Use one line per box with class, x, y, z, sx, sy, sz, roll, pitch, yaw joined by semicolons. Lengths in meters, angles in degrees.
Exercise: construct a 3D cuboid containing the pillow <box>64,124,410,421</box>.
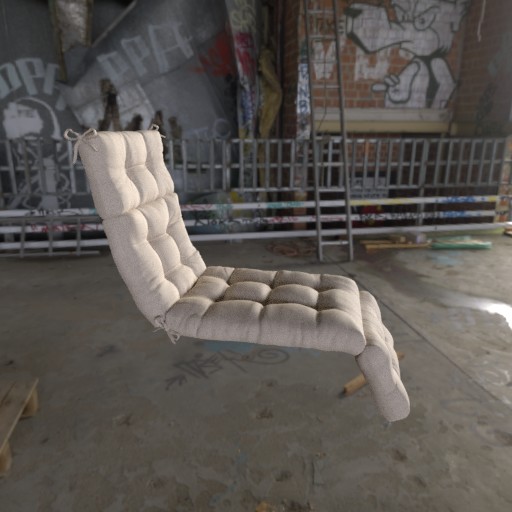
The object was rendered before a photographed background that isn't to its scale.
pillow;0.000;0.000;1.510;1.016;0.863;0.526;3;17;9
